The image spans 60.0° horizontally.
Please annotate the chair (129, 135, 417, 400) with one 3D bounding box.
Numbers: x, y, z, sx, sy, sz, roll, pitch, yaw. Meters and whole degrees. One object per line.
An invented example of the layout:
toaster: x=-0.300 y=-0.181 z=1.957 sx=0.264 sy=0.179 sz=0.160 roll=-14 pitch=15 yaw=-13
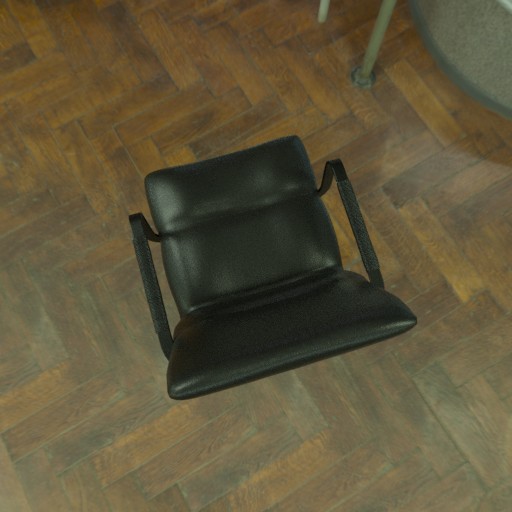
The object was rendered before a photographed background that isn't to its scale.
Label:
chair: x=0.000 y=0.000 z=1.470 sx=0.719 sy=0.922 sz=0.748 roll=-16 pitch=76 yaw=-4
